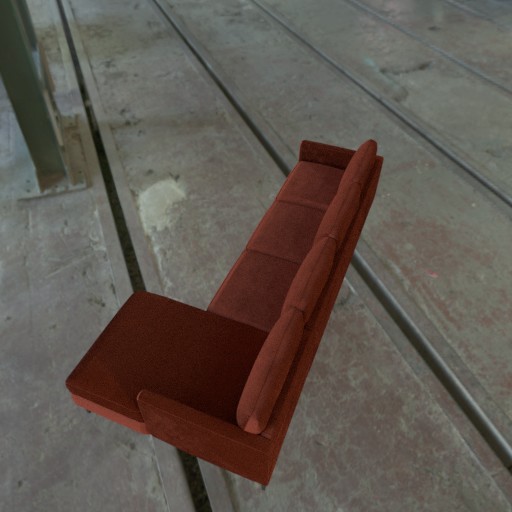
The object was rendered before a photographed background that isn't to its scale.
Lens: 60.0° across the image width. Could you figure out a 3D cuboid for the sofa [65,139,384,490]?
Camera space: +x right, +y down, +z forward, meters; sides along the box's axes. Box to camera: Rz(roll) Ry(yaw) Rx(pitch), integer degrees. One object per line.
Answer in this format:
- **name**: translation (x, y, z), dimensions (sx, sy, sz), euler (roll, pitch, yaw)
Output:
- **sofa**: translation (0.000, 0.000, 3.443), dimensions (1.350, 0.810, 2.932), euler (17, 48, 16)
